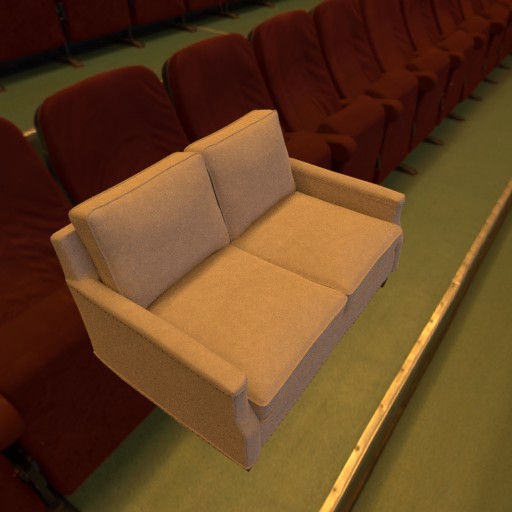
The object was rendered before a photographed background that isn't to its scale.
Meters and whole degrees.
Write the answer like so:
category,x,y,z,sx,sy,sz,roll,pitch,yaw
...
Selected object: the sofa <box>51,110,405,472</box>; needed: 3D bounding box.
category,x,y,z,sx,sy,sz,roll,pitch,yaw
sofa,0.000,0.000,2.308,1.084,1.002,1.597,25,46,27
